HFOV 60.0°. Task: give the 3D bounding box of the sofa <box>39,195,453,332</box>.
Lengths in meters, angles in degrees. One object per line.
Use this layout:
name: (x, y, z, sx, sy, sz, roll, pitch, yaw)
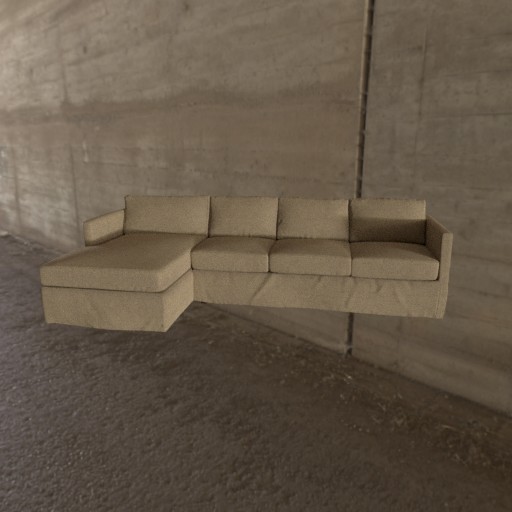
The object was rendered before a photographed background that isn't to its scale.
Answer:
sofa: (0.000, 0.000, 3.909, 3.198, 0.920, 1.638, 2, 15, 10)
